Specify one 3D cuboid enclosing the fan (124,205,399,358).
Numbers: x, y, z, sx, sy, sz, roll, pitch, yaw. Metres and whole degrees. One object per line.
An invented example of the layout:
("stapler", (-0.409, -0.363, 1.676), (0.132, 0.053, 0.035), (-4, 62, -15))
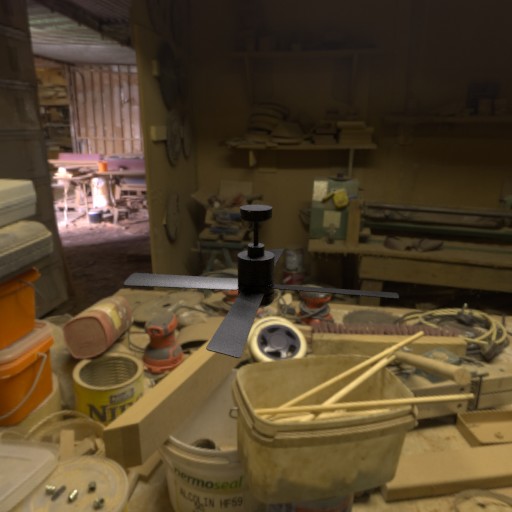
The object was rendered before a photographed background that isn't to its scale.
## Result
("fan", (0.000, 0.000, 2.417), (1.525, 0.534, 1.525), (3, 17, 10))
